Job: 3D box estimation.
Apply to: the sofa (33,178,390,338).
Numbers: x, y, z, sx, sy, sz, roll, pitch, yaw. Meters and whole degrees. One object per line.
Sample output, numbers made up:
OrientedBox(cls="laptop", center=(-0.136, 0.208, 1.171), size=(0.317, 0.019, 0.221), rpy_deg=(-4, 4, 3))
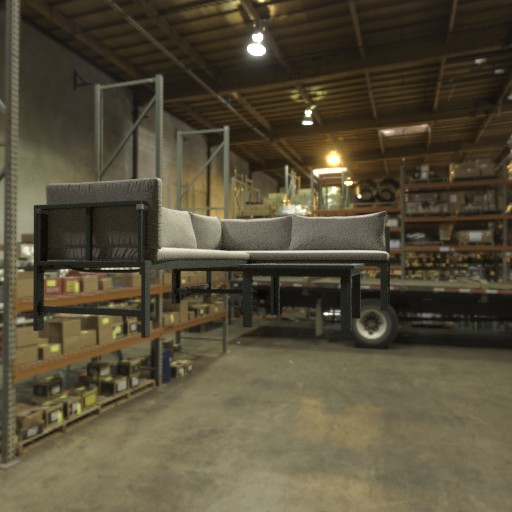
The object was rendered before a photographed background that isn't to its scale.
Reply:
OrientedBox(cls="sofa", center=(0.000, 0.000, 2.942), size=(1.658, 0.758, 2.096), rpy_deg=(0, 0, 18))
